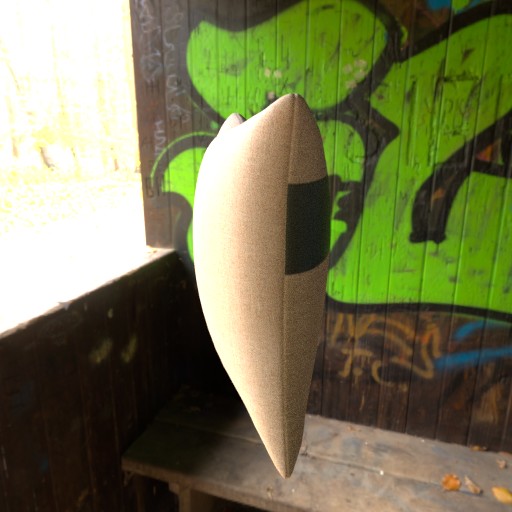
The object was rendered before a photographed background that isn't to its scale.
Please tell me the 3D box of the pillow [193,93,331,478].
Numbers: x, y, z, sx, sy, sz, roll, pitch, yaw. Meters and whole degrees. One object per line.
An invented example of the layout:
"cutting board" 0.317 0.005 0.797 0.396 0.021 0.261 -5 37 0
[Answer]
"pillow" 0.000 0.000 0.622 0.173 0.399 0.414 -3 16 -9
